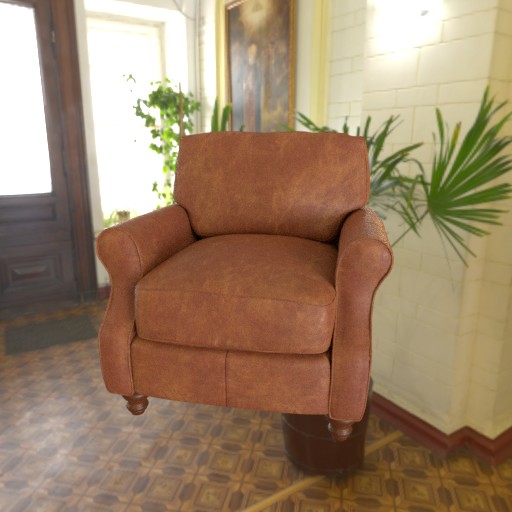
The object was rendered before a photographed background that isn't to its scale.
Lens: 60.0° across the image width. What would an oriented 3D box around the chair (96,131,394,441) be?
[{"bbox_3d":[0.000,0.000,1.736,0.983,0.962,0.986,3,14,11],"label":"chair"}]
